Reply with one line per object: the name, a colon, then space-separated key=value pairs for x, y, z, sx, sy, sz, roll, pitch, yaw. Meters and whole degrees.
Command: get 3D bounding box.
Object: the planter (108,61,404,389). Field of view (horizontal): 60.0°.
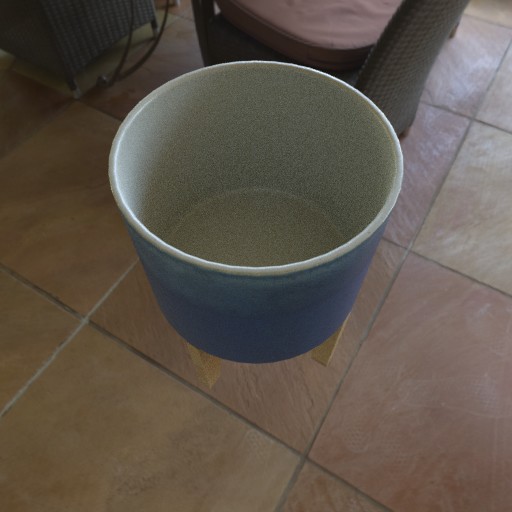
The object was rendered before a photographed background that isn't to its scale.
planter: x=0.000 y=0.000 z=0.402 sx=0.192 sy=0.263 sz=0.192 roll=0 pitch=57 yaw=0
